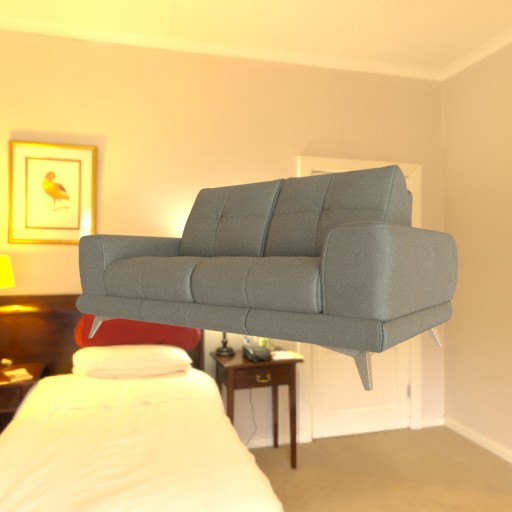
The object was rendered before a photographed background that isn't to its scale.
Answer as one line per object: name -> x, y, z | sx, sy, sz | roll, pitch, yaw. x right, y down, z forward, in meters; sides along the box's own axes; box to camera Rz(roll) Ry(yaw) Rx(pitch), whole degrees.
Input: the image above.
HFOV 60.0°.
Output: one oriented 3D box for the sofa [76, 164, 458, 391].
sofa -> 0.000, 0.000, 2.339 | 1.806, 0.907, 1.018 | 0, 0, 36
